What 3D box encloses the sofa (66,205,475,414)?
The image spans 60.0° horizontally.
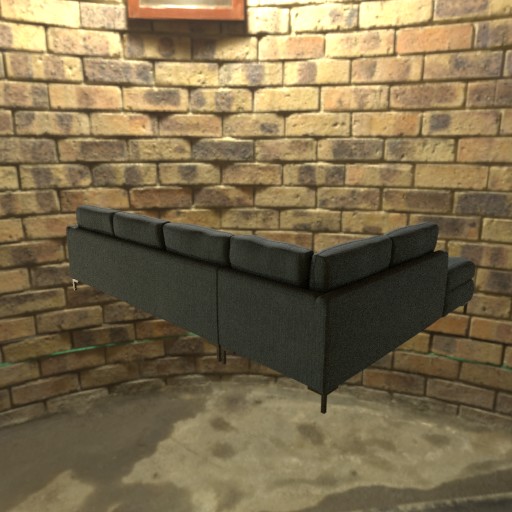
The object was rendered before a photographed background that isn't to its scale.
[{"bbox_3d":[0.000,0.000,3.787,2.949,0.815,2.007,13,19,43],"label":"sofa"}]
